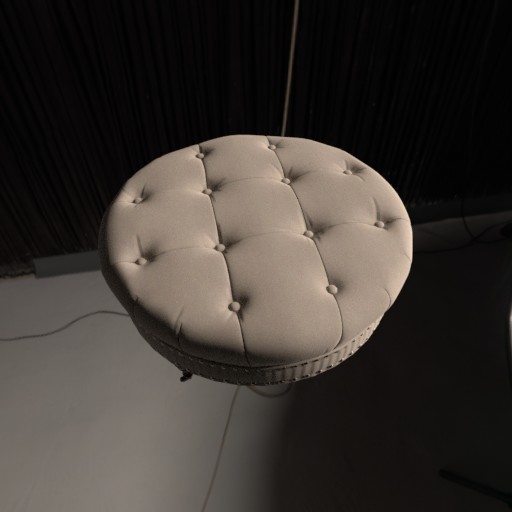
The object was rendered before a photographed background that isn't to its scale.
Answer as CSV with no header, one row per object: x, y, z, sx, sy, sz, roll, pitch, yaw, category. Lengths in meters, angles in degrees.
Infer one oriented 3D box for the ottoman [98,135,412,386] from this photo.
0.000,0.000,1.409,0.901,0.439,0.901,0,47,0,ottoman
